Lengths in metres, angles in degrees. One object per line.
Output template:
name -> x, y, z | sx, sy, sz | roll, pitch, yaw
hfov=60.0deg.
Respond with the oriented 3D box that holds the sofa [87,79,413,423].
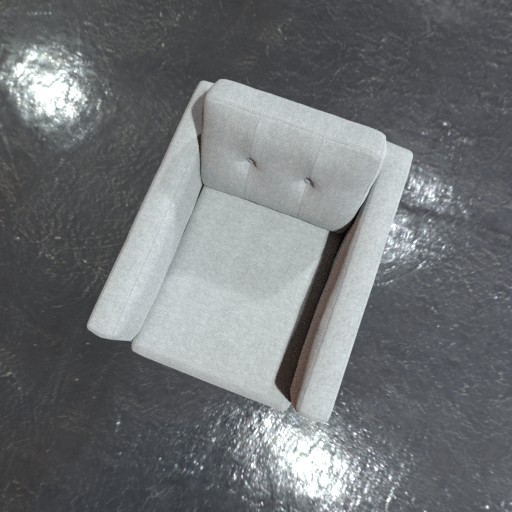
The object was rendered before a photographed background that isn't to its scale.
sofa -> 0.000, 0.000, 1.562 | 0.770, 0.860, 0.920 | 20, 78, 5
